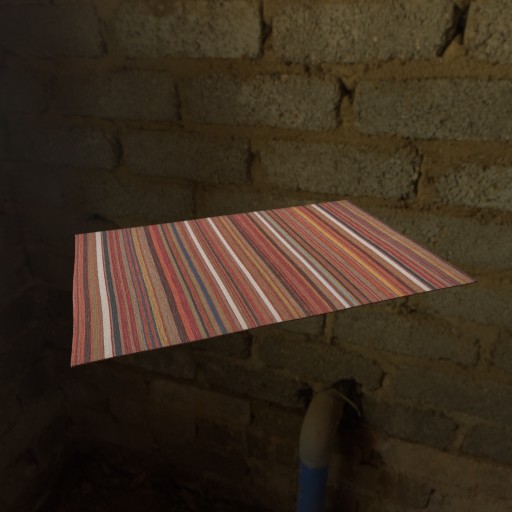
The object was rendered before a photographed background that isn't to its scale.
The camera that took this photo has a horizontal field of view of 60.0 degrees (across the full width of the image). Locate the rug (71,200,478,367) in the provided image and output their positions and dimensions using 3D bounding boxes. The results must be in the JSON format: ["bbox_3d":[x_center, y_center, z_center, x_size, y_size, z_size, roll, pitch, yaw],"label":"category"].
[{"bbox_3d":[0.000,0.000,2.364,1.828,0.007,1.217,-9,28,-17],"label":"rug"}]
